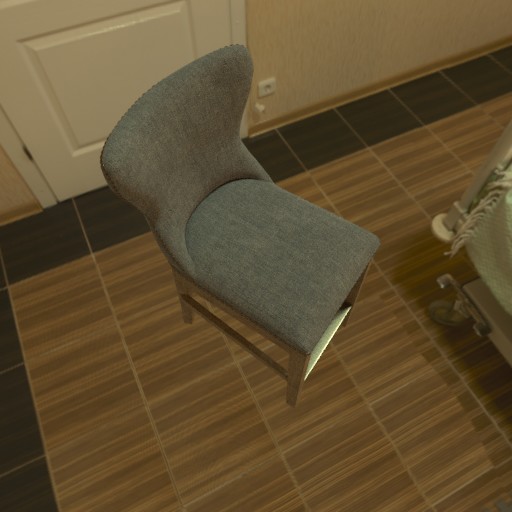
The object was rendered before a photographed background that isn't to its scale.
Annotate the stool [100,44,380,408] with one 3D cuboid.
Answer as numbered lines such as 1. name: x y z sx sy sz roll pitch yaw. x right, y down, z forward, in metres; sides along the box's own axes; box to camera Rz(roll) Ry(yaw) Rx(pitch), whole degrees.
1. stool: 0.000 0.000 1.333 0.608 0.981 0.498 30 63 17
